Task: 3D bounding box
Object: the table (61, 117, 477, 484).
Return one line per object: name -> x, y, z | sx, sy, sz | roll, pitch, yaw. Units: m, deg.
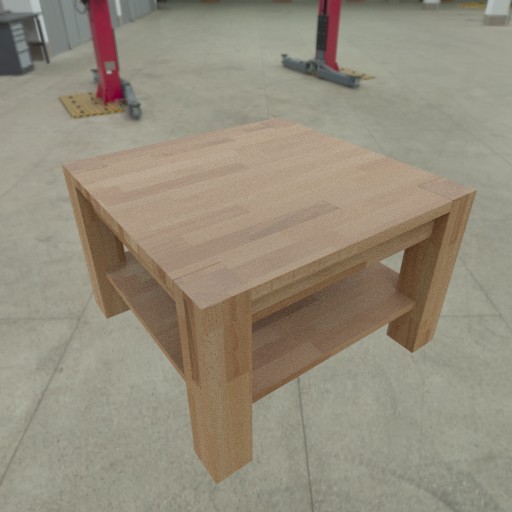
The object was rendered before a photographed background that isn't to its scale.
table -> 0.000, 0.000, 1.168 | 0.700, 0.451, 0.700 | -21, 39, -29
